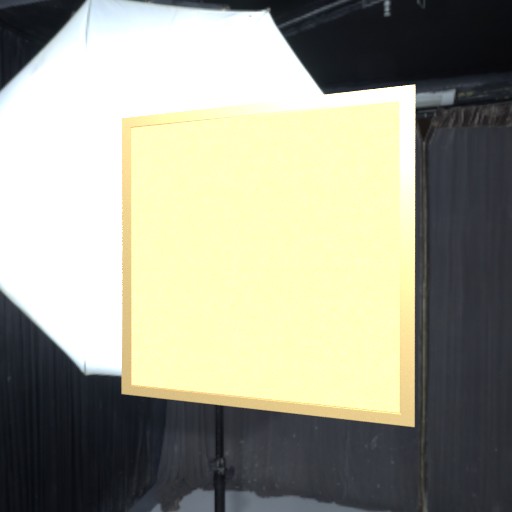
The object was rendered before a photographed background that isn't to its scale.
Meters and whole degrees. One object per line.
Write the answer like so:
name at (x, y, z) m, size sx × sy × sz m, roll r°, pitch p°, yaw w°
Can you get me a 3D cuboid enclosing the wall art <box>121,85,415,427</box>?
wall art at (0.000, 0.000, 1.907) m, size 1.284 × 1.284 × 0.095 m, roll 0°, pitch 0°, yaw 18°
